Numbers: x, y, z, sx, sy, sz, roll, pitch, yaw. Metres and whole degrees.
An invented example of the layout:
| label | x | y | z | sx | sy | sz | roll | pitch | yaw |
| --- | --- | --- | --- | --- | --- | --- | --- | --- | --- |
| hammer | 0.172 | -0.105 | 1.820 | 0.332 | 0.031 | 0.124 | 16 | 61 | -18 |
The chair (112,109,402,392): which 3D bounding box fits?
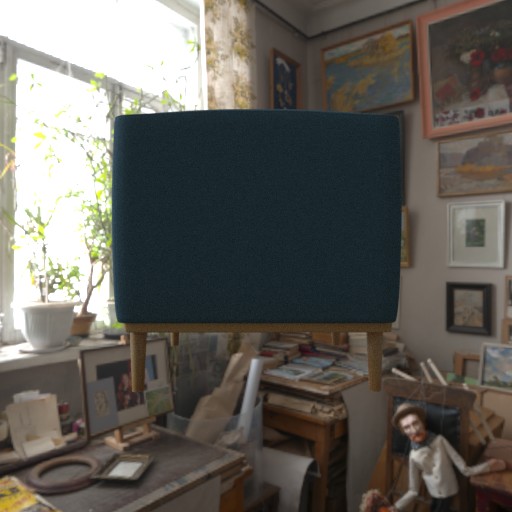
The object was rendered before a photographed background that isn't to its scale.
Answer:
| label | x | y | z | sx | sy | sz | roll | pitch | yaw |
| --- | --- | --- | --- | --- | --- | --- | --- | --- | --- |
| chair | 0.000 | 0.000 | 1.688 | 0.946 | 0.818 | 0.951 | 0 | -1 | 0 |
